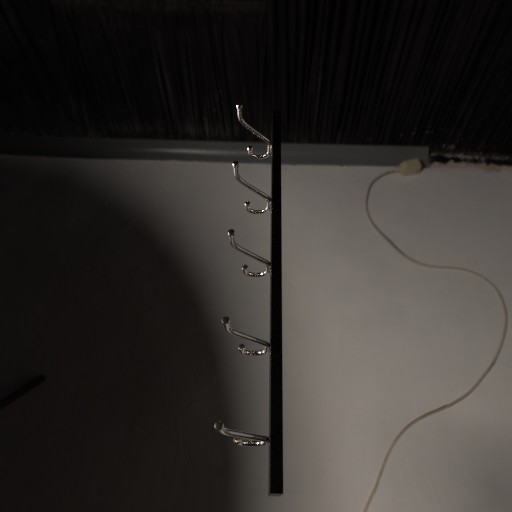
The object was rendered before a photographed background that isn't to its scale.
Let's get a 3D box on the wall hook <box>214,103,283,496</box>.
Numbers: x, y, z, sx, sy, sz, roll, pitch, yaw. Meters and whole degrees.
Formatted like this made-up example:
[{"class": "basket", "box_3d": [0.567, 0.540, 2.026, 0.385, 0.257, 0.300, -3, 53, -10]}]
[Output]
[{"class": "wall hook", "box_3d": [0.000, 0.000, 0.605, 0.071, 0.117, 0.571, 1, 59, 1]}]
